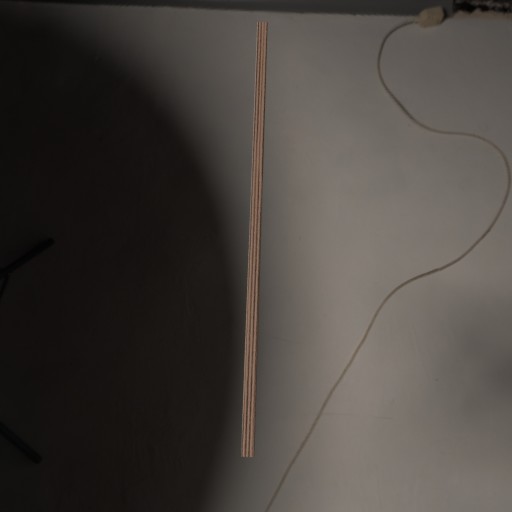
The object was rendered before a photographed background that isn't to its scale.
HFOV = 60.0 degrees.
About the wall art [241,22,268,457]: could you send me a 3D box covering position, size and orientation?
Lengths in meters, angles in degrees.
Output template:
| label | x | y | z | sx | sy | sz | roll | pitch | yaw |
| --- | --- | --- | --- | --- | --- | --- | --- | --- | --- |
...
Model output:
| label | x | y | z | sx | sy | sz | roll | pitch | yaw |
| --- | --- | --- | --- | --- | --- | --- | --- | --- | --- |
| wall art | 0.000 | 0.000 | 0.695 | 0.013 | 0.406 | 0.508 | 2 | 76 | 0 |
